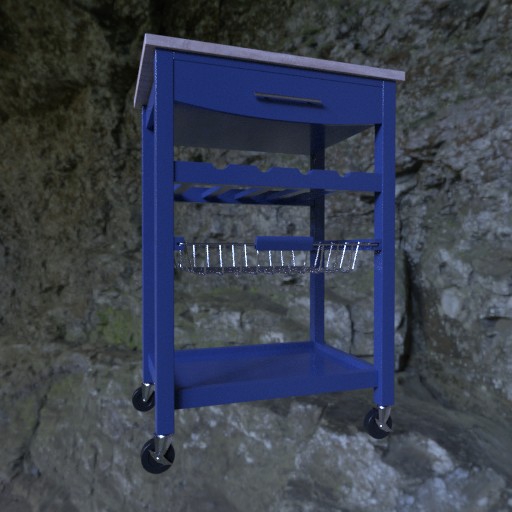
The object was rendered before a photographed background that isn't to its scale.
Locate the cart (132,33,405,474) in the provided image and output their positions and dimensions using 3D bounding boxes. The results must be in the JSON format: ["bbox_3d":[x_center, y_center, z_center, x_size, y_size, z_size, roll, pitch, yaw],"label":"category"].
[{"bbox_3d":[0.000,0.000,1.107,0.584,0.839,0.403,0,1,-18],"label":"cart"}]
